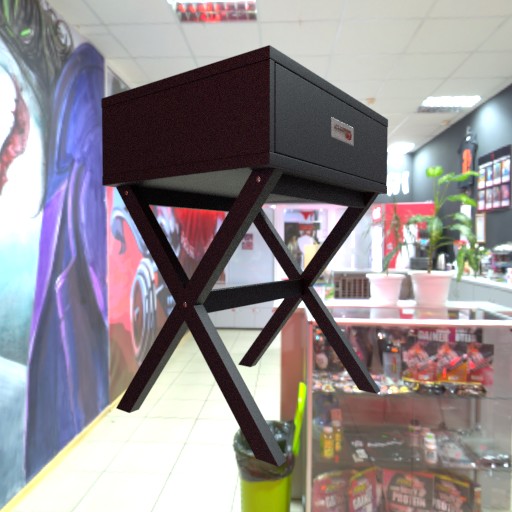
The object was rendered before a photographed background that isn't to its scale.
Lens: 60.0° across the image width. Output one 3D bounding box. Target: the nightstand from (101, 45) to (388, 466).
[{"bbox_3d":[0.000,0.000,0.952,0.402,0.623,0.479,1,2,36],"label":"nightstand"}]
